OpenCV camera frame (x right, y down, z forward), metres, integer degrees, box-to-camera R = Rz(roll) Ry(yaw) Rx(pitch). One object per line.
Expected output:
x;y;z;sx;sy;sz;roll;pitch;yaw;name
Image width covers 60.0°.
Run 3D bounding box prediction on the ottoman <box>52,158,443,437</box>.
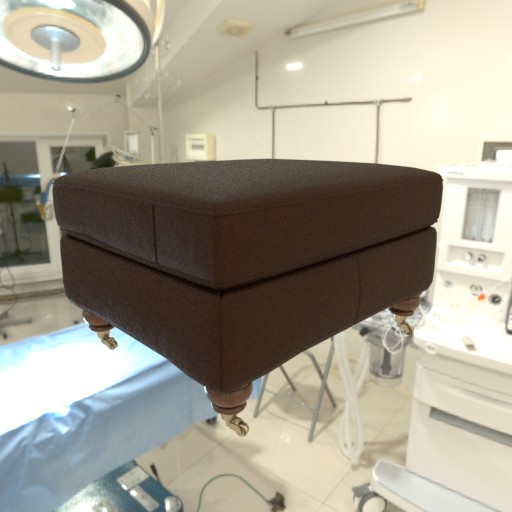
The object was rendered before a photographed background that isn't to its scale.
0.000;0.000;1.765;1.187;0.730;0.967;-15;21;-43;ottoman
